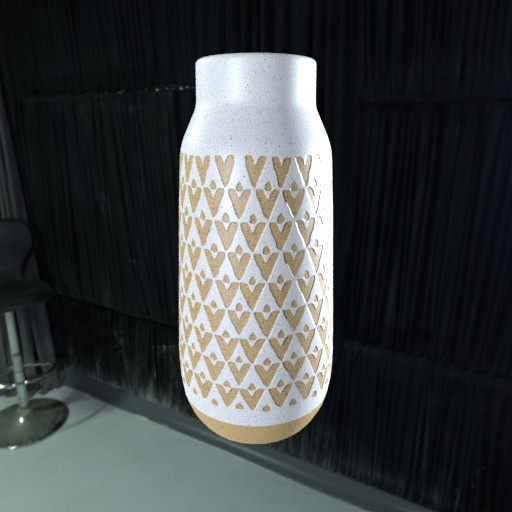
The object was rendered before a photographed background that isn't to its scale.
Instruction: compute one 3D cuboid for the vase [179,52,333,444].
[{"bbox_3d":[0.000,0.000,0.378,0.137,0.307,0.137,0,17,0],"label":"vase"}]
